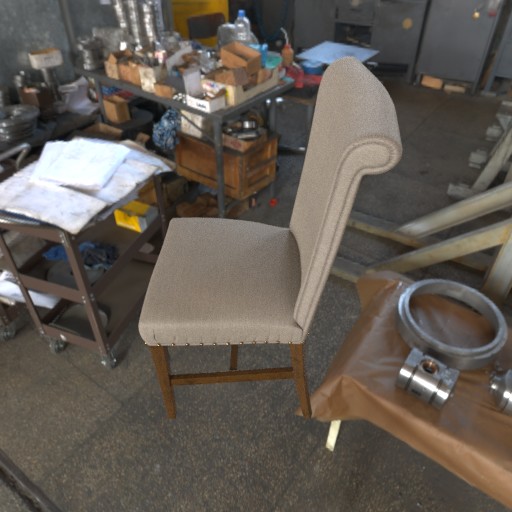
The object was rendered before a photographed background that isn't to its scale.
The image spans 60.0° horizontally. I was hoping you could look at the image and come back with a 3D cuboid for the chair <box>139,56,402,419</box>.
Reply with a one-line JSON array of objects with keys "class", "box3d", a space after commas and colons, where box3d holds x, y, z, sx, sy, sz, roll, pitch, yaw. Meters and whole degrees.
[{"class": "chair", "box3d": [0.000, 0.000, 1.308, 0.608, 0.988, 0.513, 1, 40, 1]}]
